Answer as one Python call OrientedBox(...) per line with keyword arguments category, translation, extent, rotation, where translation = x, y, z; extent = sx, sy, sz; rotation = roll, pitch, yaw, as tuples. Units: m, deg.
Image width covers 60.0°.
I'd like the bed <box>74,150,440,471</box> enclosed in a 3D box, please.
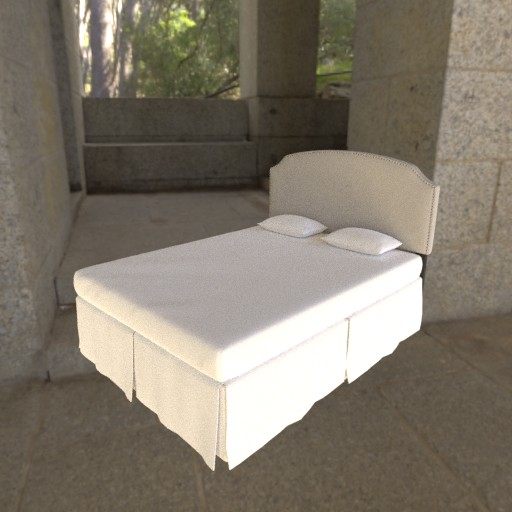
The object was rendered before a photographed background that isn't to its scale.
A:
OrientedBox(category="bed", translation=(0.000, 0.000, 2.956), extent=(1.558, 1.270, 1.999), rotation=(17, 24, 42))
